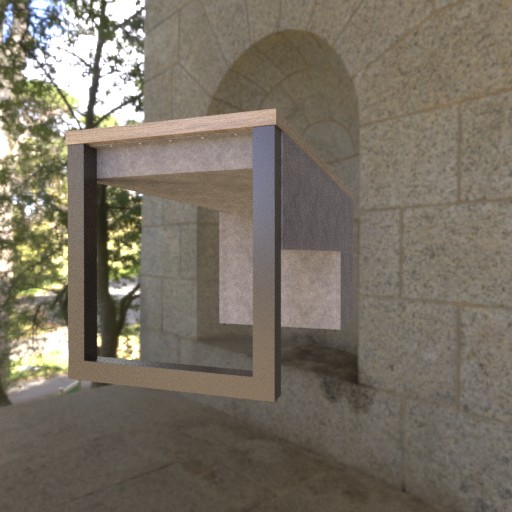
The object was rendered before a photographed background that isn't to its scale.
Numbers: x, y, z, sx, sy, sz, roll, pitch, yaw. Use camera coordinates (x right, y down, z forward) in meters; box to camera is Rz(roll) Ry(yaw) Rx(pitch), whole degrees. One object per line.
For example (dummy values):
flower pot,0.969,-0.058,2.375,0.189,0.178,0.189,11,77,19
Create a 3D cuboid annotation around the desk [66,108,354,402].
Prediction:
desk,0.000,0.000,2.044,0.690,0.760,1.700,0,0,19
